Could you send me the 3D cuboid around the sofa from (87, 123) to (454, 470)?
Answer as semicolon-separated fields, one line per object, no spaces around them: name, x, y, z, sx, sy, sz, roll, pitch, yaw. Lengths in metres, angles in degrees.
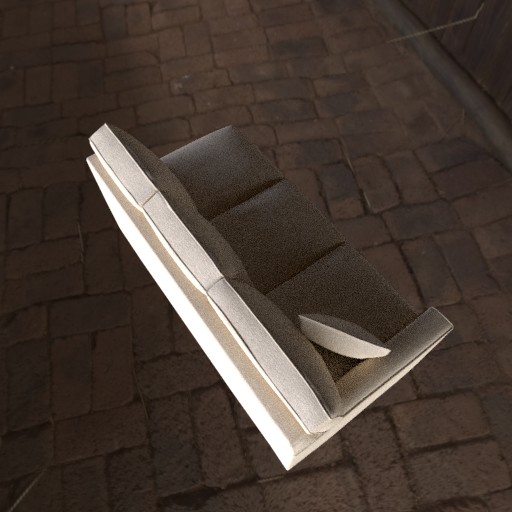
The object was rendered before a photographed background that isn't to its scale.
sofa;0.000;0.000;2.553;1.034;0.946;1.962;-32;64;-18
